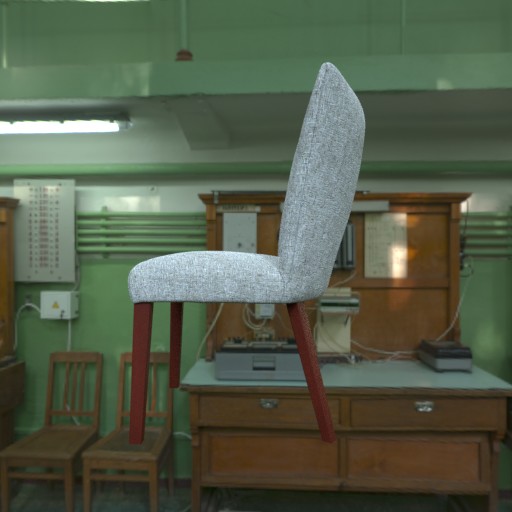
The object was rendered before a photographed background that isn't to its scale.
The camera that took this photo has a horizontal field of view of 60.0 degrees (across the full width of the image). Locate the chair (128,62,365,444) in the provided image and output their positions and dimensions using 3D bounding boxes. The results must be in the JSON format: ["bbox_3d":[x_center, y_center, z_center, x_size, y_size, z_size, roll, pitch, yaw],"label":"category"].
[{"bbox_3d":[0.000,0.000,1.312,0.623,0.924,0.535,0,1,2],"label":"chair"}]
